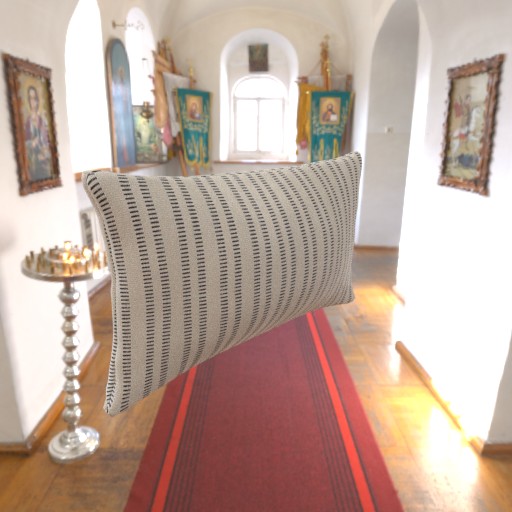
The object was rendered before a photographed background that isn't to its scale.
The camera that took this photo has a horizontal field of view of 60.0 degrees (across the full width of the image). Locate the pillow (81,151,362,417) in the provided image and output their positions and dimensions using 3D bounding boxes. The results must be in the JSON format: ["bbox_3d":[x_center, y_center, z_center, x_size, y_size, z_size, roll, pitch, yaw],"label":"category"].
[{"bbox_3d":[0.000,0.000,0.816,0.210,0.353,0.640,16,23,42],"label":"pillow"}]
